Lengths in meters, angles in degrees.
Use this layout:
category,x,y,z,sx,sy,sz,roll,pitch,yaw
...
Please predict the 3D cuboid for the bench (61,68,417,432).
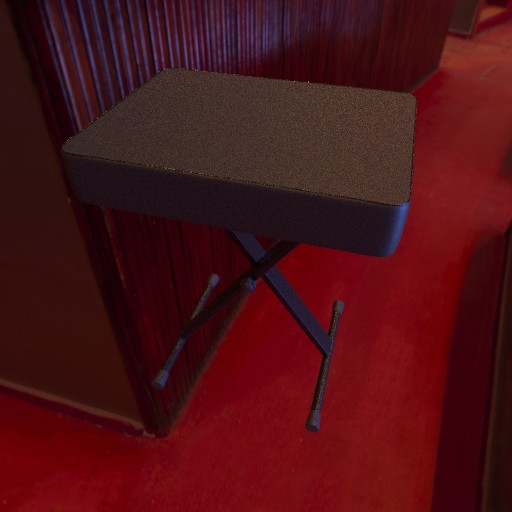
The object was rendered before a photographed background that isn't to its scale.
category,x,y,z,sx,sy,sz,roll,pitch,yaw
bench,0.000,0.000,0.773,0.424,0.500,0.321,11,42,12
